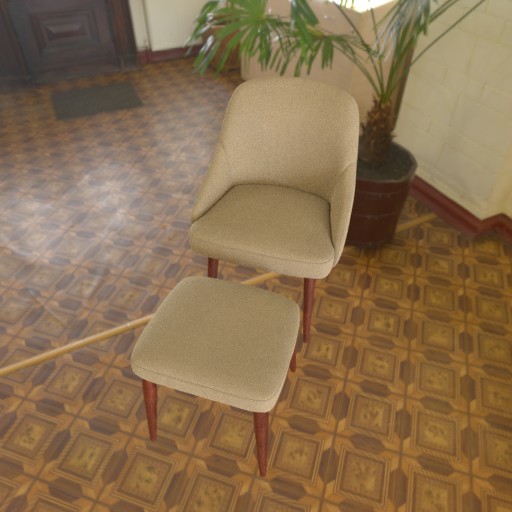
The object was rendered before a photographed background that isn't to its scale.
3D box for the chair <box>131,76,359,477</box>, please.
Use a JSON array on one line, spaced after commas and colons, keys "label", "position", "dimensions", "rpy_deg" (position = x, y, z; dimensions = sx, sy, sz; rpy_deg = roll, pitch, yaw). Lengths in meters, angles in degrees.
[{"label": "chair", "position": [0.000, 0.000, 1.576], "dimensions": [0.584, 0.866, 1.114], "rpy_deg": [12, 44, 13]}]
